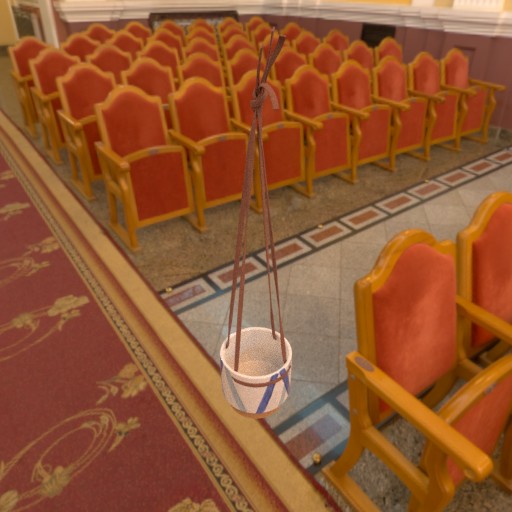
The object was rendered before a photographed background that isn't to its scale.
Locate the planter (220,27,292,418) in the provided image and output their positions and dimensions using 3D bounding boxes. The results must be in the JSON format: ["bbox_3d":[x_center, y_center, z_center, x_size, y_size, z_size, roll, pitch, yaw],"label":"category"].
[{"bbox_3d":[0.000,0.000,0.808,0.153,0.753,0.157,-21,38,-29],"label":"planter"}]
